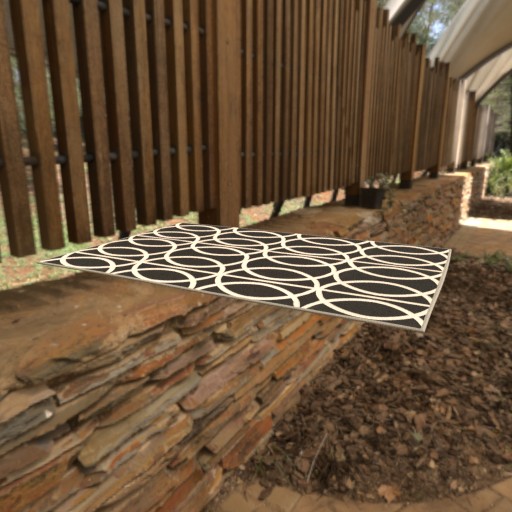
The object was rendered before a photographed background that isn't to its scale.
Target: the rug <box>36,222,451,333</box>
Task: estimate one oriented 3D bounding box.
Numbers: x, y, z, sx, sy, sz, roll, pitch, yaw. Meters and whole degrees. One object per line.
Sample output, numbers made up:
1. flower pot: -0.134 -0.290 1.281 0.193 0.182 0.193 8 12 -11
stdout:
1. rug: 0.000 0.000 2.911 2.294 0.014 1.528 7 16 26
